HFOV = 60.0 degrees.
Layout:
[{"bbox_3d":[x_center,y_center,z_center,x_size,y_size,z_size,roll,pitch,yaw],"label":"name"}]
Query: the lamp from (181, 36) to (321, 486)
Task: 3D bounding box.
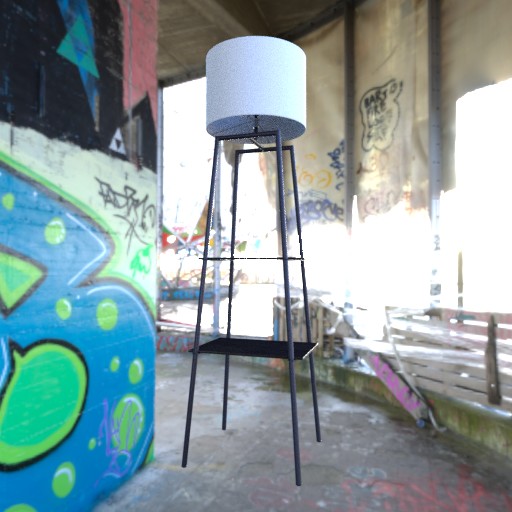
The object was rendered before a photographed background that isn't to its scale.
[{"bbox_3d":[0.000,0.000,1.665,0.427,1.474,0.384,0,-1,18],"label":"lamp"}]
